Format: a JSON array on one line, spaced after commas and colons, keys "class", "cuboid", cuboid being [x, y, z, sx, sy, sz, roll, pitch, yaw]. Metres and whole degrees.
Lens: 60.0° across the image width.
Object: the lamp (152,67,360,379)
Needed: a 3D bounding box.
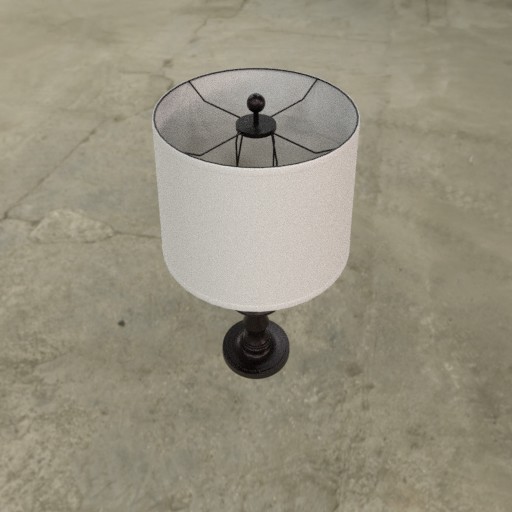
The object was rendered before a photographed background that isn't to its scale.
[{"class": "lamp", "cuboid": [0.000, 0.000, 0.956, 0.383, 0.726, 0.383, 0, 45, 0]}]
